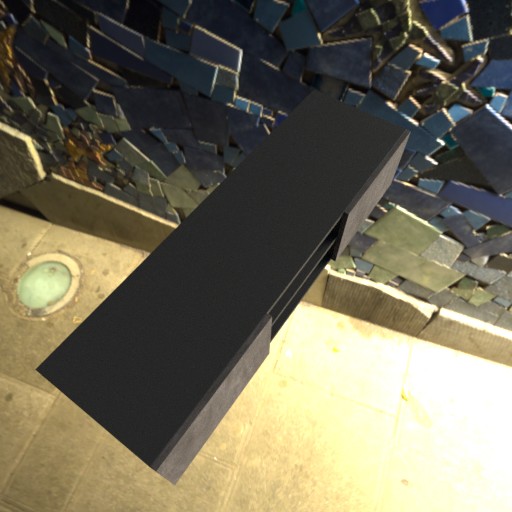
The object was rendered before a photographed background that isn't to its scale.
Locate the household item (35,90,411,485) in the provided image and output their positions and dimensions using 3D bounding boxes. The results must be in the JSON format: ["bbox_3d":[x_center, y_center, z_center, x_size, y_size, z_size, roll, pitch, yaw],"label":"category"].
[{"bbox_3d":[0.000,0.000,1.528,0.420,0.310,1.400,31,62,18],"label":"household item"}]
